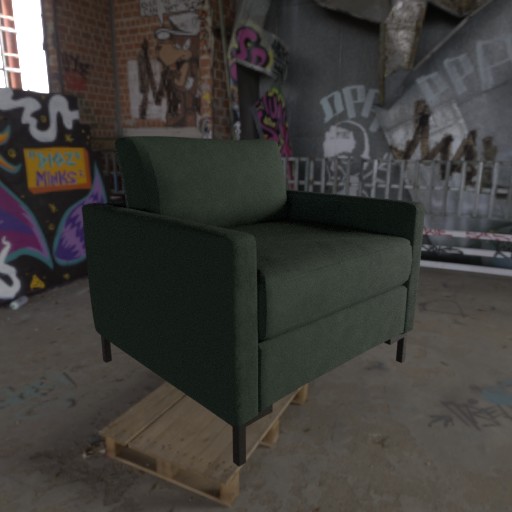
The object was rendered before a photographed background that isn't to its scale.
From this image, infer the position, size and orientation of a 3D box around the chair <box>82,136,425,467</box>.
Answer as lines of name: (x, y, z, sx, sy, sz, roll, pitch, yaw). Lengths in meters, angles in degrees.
chair: (0.000, 0.000, 1.647, 0.963, 0.861, 0.866, -13, 19, -42)
